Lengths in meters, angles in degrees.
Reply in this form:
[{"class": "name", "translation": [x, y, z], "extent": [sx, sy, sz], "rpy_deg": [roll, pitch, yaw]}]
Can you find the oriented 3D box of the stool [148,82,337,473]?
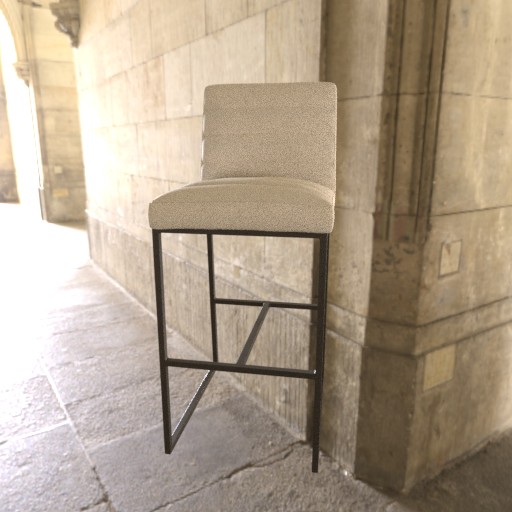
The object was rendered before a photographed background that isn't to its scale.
[{"class": "stool", "translation": [0.000, 0.000, 1.359], "extent": [0.464, 1.061, 0.573], "rpy_deg": [2, 14, 10]}]
